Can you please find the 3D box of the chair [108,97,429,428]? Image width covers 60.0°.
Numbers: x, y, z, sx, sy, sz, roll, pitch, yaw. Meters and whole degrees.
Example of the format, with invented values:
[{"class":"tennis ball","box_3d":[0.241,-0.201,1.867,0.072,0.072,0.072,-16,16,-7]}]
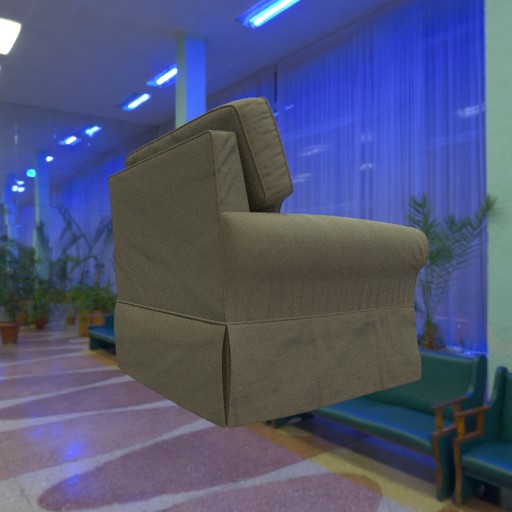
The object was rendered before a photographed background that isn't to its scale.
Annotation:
[{"class":"chair","box_3d":[0.000,0.000,1.918,0.988,1.017,1.135,0,-1,-36]}]
